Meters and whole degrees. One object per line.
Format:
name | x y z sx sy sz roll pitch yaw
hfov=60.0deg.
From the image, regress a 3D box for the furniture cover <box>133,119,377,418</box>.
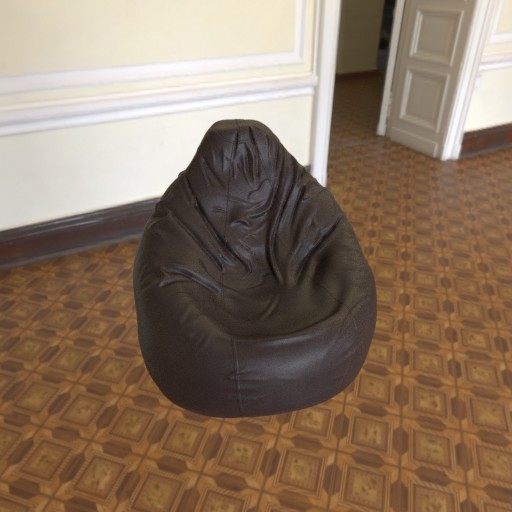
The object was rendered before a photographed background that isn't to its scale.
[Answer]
furniture cover | 0.000 0.000 1.922 1.070 0.990 1.070 -9 34 -13
